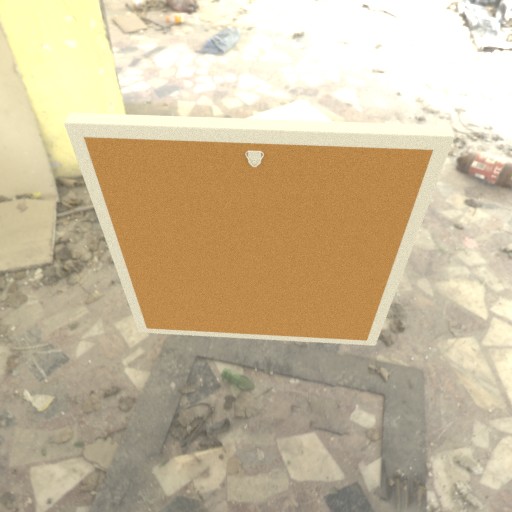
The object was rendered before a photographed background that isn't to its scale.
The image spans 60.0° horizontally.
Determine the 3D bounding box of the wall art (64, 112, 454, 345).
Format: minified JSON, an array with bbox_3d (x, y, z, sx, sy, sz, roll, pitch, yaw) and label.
[{"bbox_3d":[0.000,0.000,1.152,0.761,0.762,0.050,3,48,2],"label":"wall art"}]
